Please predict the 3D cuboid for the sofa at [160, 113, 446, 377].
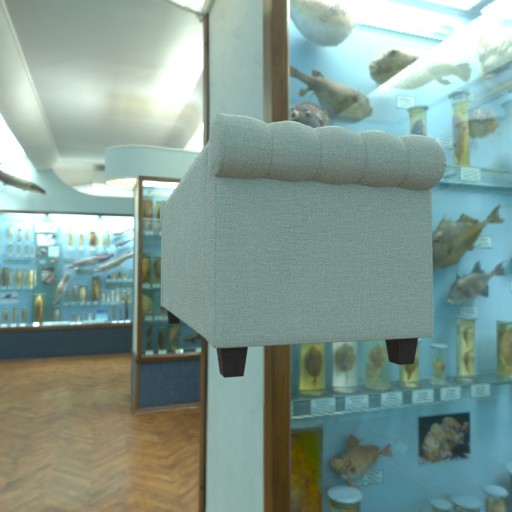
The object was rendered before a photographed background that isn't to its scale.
[{"bbox_3d":[0.000,0.000,2.179,0.783,0.797,1.798,1,-2,-17],"label":"sofa"}]
